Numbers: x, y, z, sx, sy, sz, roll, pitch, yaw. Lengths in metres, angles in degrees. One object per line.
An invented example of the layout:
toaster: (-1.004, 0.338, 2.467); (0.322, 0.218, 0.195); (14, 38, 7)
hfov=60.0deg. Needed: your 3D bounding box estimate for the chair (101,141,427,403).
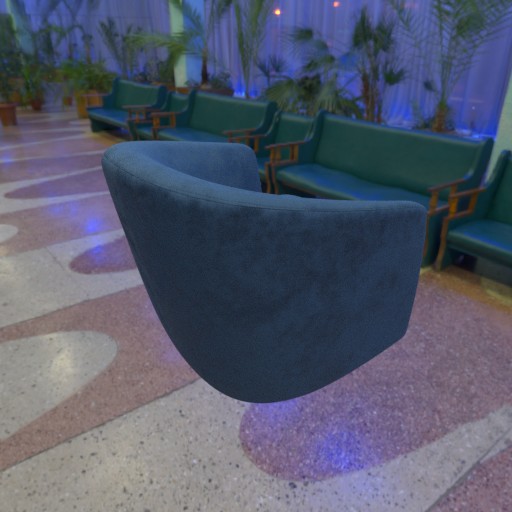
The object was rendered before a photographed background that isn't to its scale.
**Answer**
chair: (0.000, 0.000, 1.325); (0.767, 0.698, 0.773); (-18, 32, -31)
